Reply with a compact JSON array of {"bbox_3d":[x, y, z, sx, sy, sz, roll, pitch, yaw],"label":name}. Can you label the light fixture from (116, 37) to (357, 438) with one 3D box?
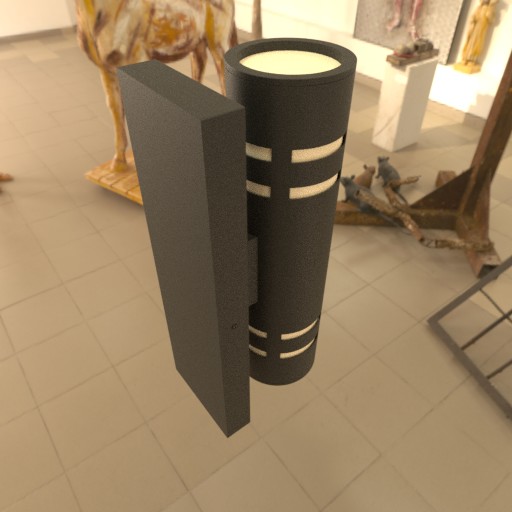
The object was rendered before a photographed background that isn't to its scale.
[{"bbox_3d":[0.000,0.000,0.397,0.149,0.330,0.105,-27,47,-27],"label":"light fixture"}]
